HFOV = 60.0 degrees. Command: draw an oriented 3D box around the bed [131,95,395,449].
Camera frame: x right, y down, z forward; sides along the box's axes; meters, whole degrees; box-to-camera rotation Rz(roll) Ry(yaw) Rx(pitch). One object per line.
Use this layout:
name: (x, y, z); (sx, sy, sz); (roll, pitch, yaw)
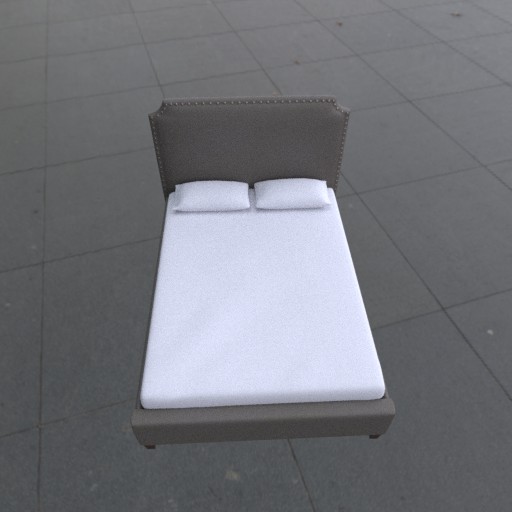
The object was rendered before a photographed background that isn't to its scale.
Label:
bed: (0.000, 0.000, 3.405); (1.712, 1.443, 2.372); (-2, 46, -2)
